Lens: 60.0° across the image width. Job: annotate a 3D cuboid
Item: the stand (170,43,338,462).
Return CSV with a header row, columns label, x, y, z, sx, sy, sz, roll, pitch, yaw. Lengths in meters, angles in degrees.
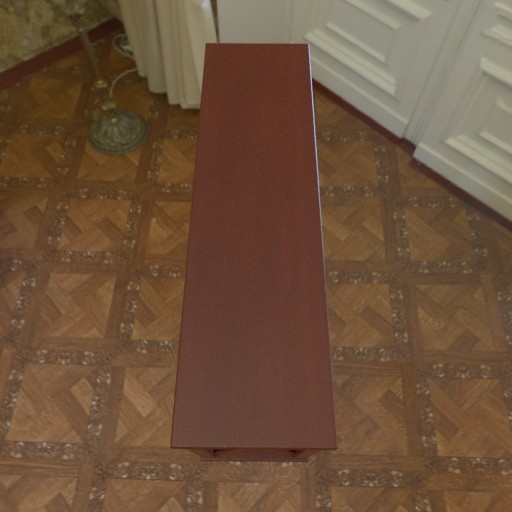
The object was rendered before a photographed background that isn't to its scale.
label,x,y,z,sx,sy,sz,roll,pitch,yaw
stand,0.000,0.000,1.655,0.381,0.762,1.372,0,63,0
